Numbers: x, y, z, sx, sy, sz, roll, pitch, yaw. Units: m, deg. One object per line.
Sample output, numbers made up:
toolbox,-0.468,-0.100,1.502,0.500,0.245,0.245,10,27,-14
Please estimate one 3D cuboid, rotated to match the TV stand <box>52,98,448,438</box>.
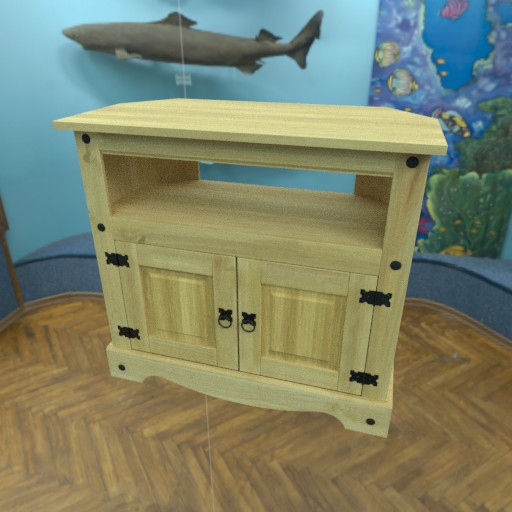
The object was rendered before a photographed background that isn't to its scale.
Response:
TV stand,0.000,0.000,1.269,0.851,0.781,0.425,8,28,15
